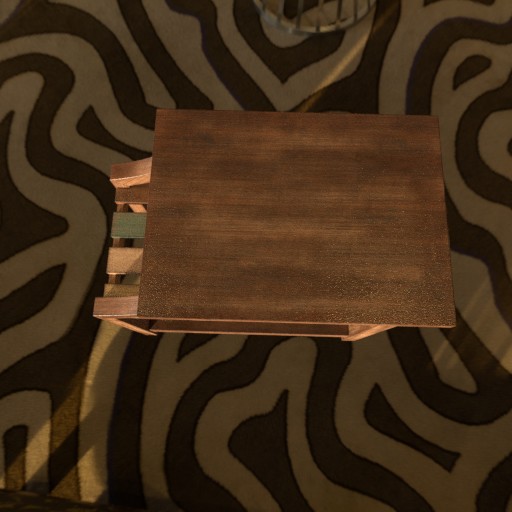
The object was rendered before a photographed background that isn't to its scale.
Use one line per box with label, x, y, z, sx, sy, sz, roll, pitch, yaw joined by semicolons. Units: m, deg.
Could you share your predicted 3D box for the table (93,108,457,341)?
table;0.000;0.000;0.990;0.609;0.584;0.356;2;75;0
